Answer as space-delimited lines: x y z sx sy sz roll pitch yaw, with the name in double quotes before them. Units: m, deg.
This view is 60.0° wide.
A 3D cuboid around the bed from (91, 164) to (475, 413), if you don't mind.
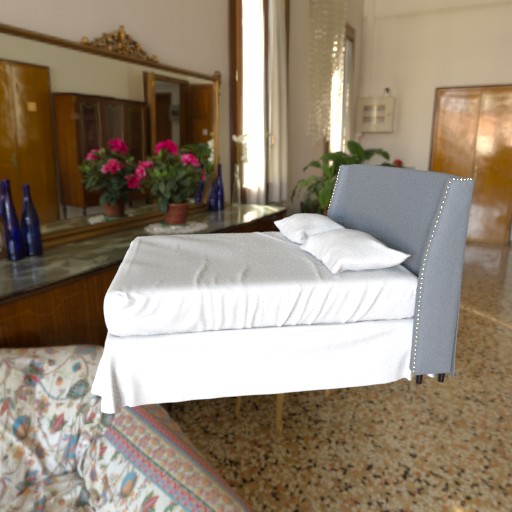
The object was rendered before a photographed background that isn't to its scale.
"bed" 0.000 0.000 3.429 2.276 1.332 1.925 -2 14 -9
